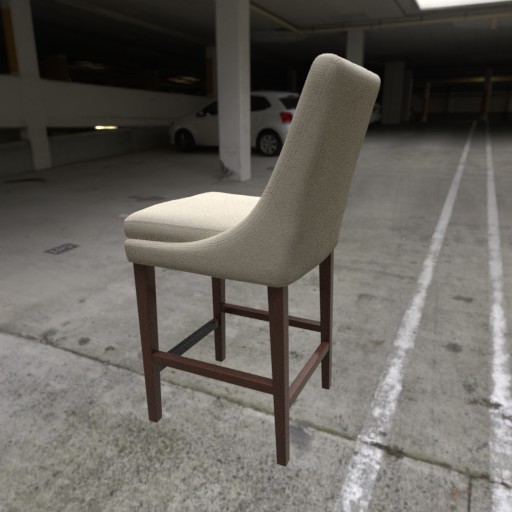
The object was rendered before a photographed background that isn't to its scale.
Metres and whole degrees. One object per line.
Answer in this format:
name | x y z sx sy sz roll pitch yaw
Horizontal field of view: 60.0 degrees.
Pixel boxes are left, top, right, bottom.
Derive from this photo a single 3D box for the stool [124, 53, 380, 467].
stool | 0.000 0.000 1.260 0.577 0.981 0.470 8 18 24
